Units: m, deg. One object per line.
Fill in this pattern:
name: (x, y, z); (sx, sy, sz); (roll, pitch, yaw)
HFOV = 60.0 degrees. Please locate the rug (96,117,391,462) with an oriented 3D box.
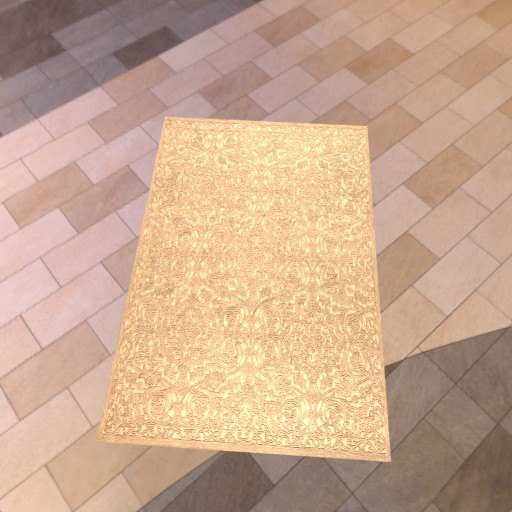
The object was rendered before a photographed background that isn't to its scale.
rug: (0.000, 0.000, 2.252); (1.221, 0.006, 1.827); (3, 63, 2)
